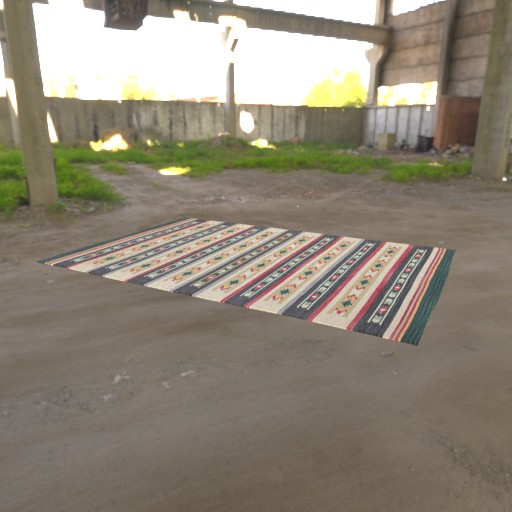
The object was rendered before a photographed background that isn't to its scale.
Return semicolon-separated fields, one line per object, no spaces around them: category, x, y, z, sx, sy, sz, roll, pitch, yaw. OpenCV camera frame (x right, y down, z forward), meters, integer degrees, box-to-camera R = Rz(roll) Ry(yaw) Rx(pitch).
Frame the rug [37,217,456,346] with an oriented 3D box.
rug;0.000;0.000;2.304;1.825;0.009;1.221;9;19;27
